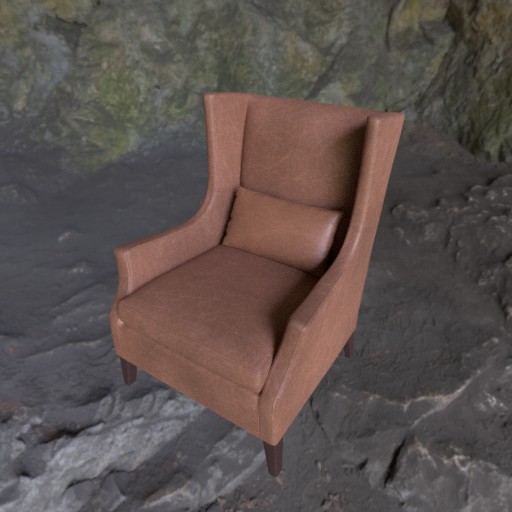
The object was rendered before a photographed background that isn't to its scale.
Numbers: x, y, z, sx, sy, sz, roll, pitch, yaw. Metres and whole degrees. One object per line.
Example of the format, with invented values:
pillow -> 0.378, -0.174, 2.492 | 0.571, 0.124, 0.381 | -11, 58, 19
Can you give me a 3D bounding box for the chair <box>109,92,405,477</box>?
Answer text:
chair -> 0.000, 0.000, 1.723 | 0.815, 1.088, 0.913 | 19, 36, 29
